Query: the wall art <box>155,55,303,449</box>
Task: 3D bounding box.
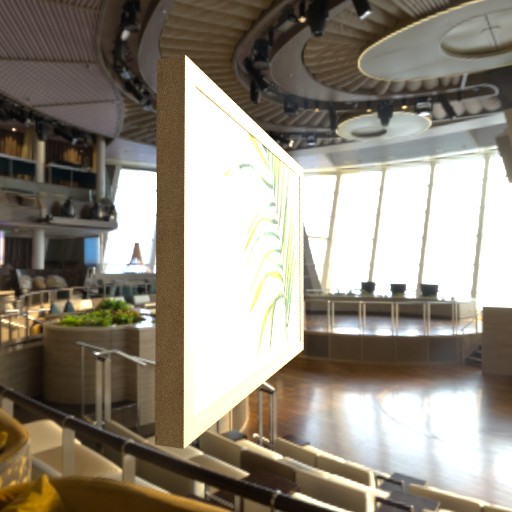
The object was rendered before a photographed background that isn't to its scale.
[{"bbox_3d":[0.000,0.000,0.685,0.032,0.380,0.532,0,-1,18],"label":"wall art"}]
